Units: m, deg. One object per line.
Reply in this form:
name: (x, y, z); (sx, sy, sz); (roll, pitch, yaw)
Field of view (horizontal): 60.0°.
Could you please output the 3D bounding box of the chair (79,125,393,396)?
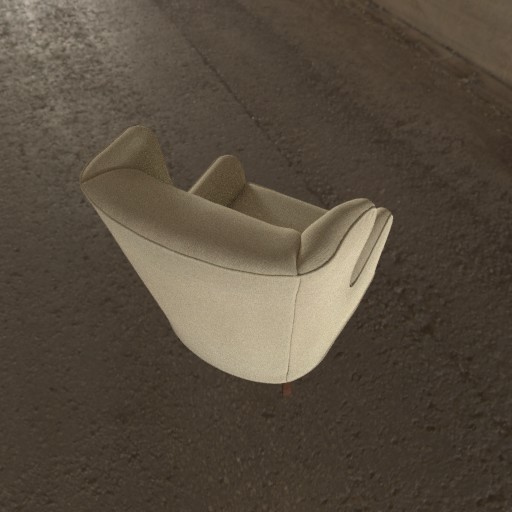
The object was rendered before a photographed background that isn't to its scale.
chair: (0.000, 0.000, 1.741); (0.838, 1.040, 0.966); (23, 51, 20)
